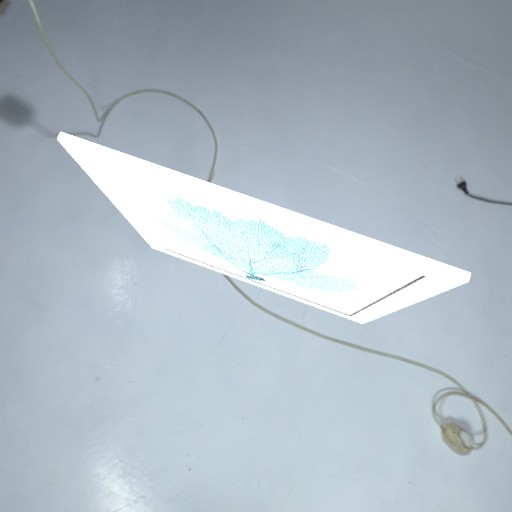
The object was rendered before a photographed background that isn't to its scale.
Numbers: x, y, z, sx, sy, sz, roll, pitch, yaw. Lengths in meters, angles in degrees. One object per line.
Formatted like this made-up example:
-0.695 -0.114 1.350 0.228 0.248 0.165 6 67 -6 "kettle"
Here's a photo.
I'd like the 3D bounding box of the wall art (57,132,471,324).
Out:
0.000 0.000 0.873 0.584 0.584 0.013 20 77 5 "wall art"
